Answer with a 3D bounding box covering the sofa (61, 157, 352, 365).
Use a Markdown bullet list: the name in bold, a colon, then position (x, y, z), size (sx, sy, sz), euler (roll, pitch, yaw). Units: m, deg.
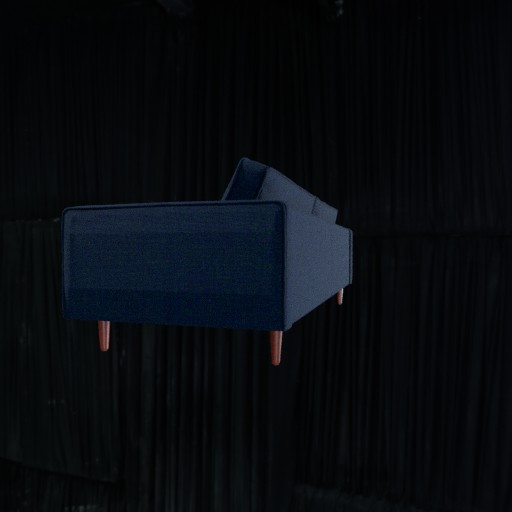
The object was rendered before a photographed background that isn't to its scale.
- **sofa**: position (0.000, 0.000, 2.613), size (0.914, 0.762, 2.210), euler (0, 1, 18)
